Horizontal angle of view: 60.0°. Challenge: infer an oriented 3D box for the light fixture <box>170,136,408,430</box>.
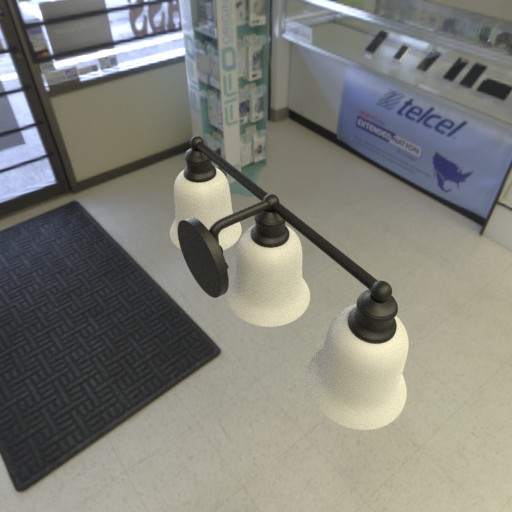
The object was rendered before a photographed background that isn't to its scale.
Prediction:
[{"bbox_3d":[0.000,0.000,0.691,0.198,0.211,0.570,-26,49,-25],"label":"light fixture"}]
